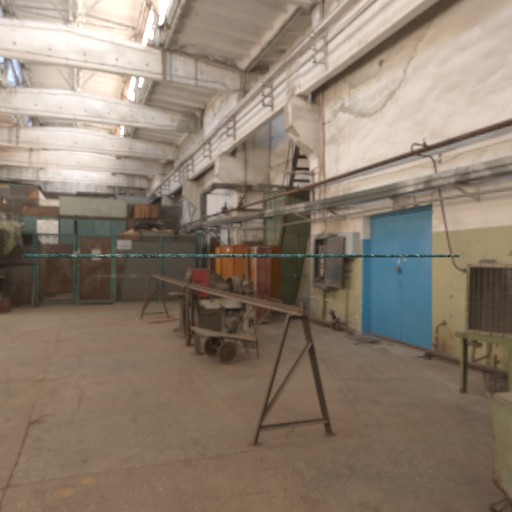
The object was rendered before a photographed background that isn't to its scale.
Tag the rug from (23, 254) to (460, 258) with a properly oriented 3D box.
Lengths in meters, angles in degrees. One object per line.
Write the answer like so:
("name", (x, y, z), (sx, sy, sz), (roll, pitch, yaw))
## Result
("rug", (0.000, 0.000, 2.541), (2.286, 0.016, 0.676), (0, 0, -18))
